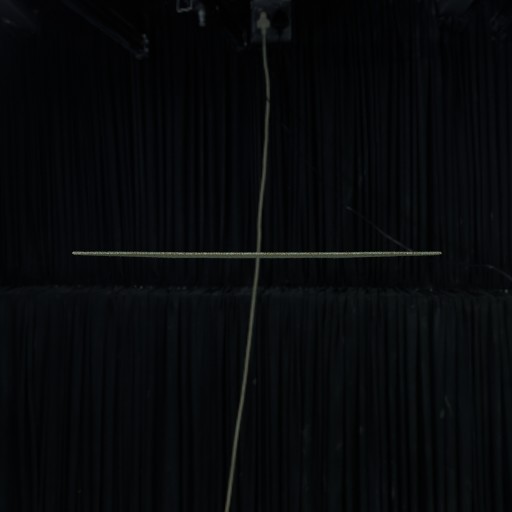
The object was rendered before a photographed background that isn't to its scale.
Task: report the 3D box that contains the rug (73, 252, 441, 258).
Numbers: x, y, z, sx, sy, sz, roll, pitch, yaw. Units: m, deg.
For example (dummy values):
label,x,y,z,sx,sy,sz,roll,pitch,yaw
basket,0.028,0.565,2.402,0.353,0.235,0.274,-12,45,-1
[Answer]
label,x,y,z,sx,sy,sz,roll,pitch,yaw
rug,0.000,0.000,2.231,1.143,0.010,1.758,0,-1,0
